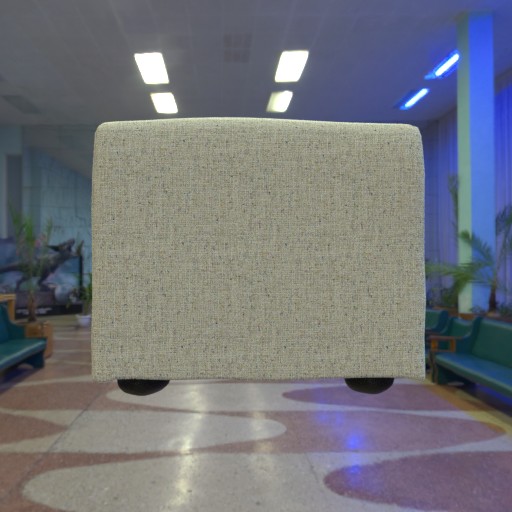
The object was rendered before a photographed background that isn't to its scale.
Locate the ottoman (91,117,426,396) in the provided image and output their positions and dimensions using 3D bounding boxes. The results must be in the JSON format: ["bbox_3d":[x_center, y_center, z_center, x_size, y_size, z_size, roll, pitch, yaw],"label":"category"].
[{"bbox_3d":[0.000,0.000,0.914,0.512,0.453,0.521,0,-1,-1],"label":"ottoman"}]
